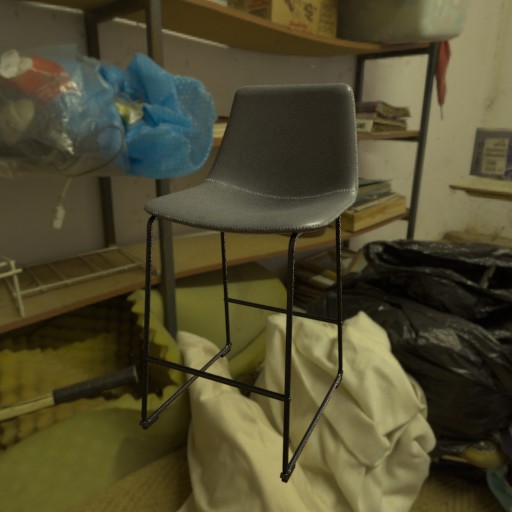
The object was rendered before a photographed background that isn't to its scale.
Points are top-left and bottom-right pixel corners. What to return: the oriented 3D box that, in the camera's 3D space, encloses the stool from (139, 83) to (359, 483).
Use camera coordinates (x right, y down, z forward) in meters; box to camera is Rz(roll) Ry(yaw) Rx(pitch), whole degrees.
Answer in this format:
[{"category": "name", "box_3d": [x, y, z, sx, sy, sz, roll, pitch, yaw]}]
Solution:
[{"category": "stool", "box_3d": [0.000, 0.000, 1.180, 0.470, 0.876, 0.546, 9, 20, 25]}]
